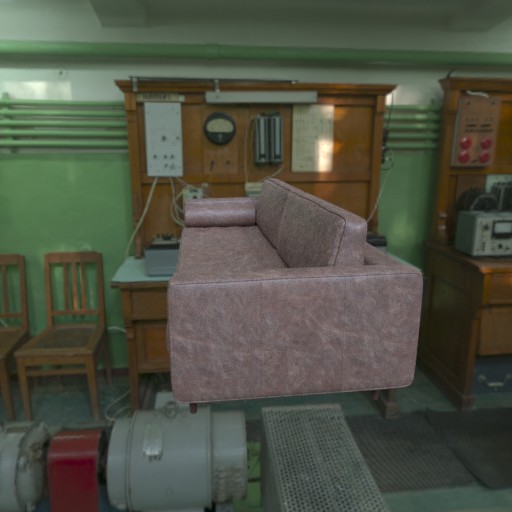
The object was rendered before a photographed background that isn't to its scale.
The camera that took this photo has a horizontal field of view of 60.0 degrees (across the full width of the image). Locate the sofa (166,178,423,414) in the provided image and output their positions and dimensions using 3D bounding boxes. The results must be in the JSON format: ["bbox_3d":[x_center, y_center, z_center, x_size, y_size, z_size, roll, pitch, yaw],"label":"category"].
[{"bbox_3d":[0.000,0.000,2.582,0.914,0.762,2.210,-2,15,-7],"label":"sofa"}]
